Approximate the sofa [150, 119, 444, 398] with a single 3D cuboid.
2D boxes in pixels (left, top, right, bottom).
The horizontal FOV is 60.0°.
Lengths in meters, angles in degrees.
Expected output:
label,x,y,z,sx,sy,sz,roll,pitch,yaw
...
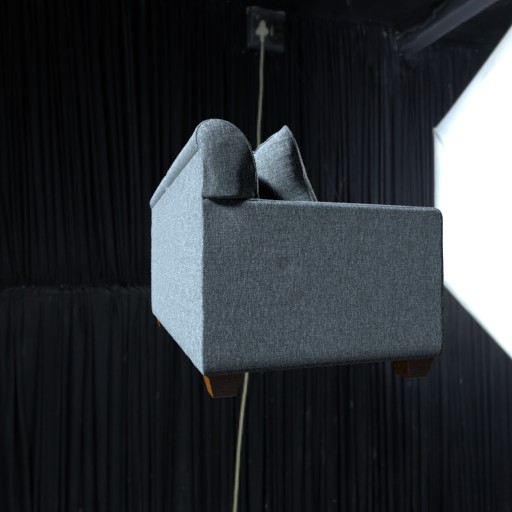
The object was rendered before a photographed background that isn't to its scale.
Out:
label,x,y,z,sx,sy,sz,roll,pitch,yaw
sofa,0.000,0.000,2.428,0.998,0.958,1.846,0,-1,-18
